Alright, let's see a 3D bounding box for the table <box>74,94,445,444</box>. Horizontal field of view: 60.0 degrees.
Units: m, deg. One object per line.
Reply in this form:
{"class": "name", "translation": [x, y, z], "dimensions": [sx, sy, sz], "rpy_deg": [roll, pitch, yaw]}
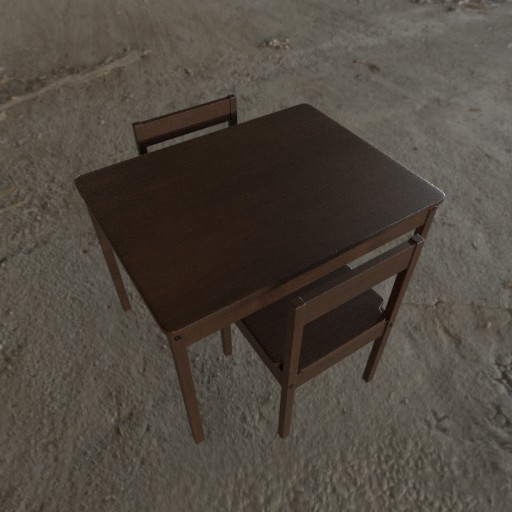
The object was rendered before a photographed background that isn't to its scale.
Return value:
{"class": "table", "translation": [0.000, 0.000, 1.109], "dimensions": [0.650, 0.503, 0.672], "rpy_deg": [-25, 51, -22]}
